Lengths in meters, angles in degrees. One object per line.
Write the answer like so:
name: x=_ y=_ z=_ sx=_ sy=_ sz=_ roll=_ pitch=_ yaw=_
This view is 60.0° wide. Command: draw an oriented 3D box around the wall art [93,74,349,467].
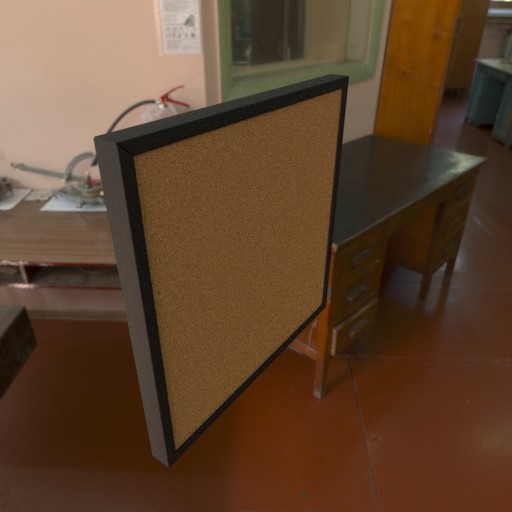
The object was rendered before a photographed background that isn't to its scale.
wall art: x=0.000 y=0.000 z=0.742 sx=0.037 sy=0.508 sz=0.508 roll=20 pitch=36 yaw=30
